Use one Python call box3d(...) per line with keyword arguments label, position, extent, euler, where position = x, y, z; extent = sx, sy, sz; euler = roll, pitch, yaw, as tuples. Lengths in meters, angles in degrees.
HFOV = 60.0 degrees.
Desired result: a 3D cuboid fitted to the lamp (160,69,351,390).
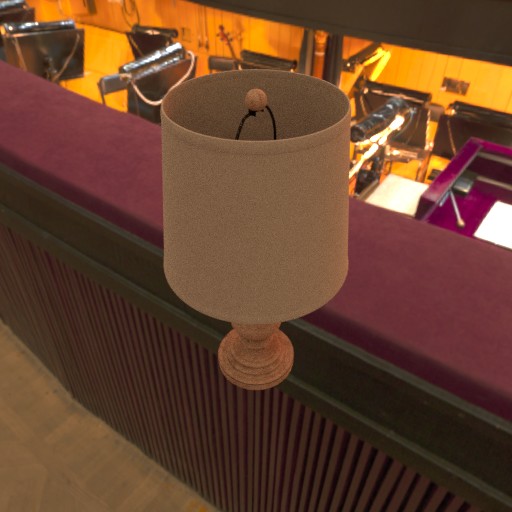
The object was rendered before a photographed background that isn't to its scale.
box3d(label="lamp", position=(0.000, 0.000, 0.665), extent=(0.273, 0.497, 0.273), euler=(0, 40, 0))
